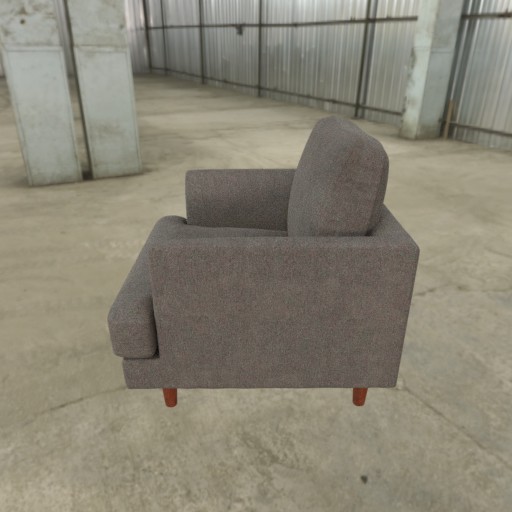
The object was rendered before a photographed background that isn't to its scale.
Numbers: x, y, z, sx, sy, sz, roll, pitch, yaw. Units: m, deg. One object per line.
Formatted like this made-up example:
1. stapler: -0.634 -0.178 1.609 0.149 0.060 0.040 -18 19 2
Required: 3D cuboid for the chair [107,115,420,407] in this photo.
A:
1. chair: 0.000 0.000 1.662 0.899 0.957 0.858 0 26 0
